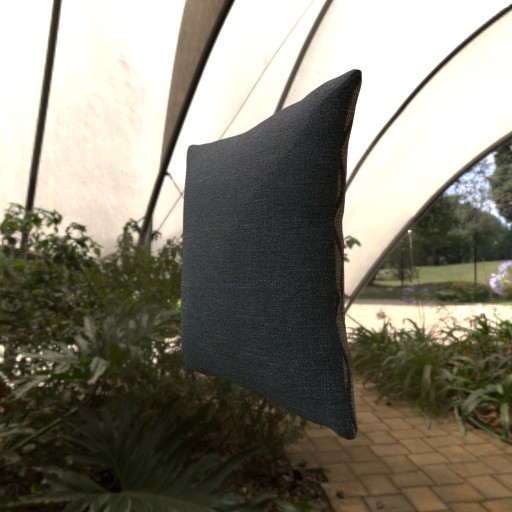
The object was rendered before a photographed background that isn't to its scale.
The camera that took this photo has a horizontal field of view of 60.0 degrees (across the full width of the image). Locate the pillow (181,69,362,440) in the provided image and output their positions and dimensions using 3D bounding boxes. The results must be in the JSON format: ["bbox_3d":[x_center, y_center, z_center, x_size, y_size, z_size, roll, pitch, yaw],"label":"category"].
[{"bbox_3d":[0.000,0.000,0.687,0.159,0.435,0.435,1,-2,-36],"label":"pillow"}]
